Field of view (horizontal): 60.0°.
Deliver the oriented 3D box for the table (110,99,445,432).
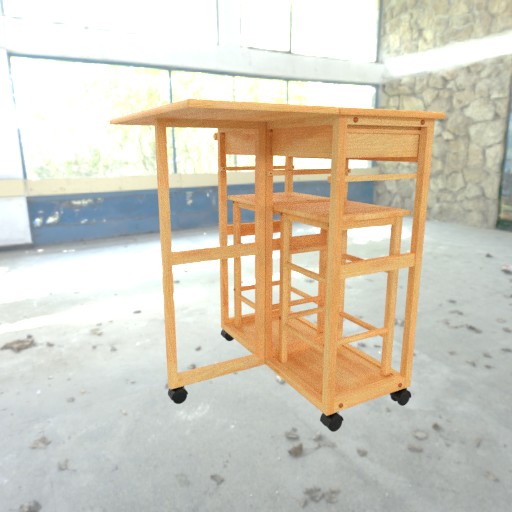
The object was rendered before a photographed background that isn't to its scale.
[{"bbox_3d":[0.000,0.000,1.383,0.693,0.832,0.752,-7,16,-28],"label":"table"}]
